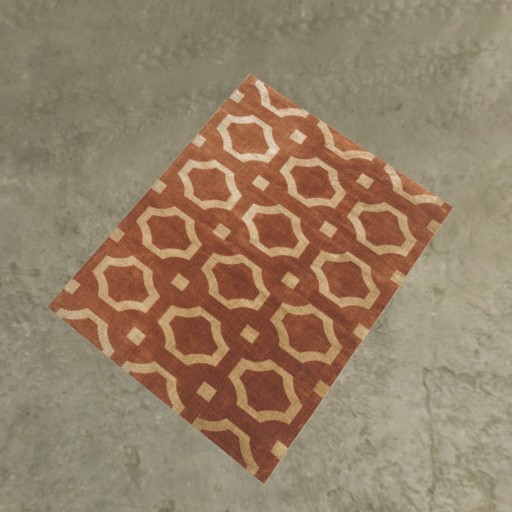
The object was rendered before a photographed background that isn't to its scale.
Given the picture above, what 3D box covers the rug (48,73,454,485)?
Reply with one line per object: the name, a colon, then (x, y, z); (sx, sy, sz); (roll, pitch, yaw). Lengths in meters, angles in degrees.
rug: (0.000, 0.000, 4.141); (2.466, 0.021, 3.049); (36, 79, 8)
